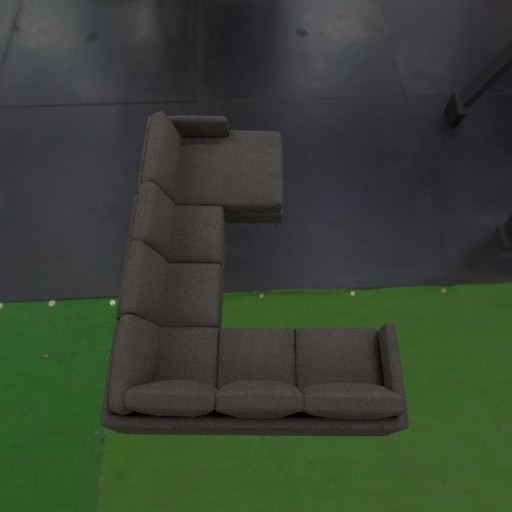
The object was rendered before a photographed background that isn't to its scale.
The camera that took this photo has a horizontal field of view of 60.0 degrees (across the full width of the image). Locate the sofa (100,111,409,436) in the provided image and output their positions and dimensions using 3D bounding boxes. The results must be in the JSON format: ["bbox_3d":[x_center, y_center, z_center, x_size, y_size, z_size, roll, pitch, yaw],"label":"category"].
[{"bbox_3d":[0.000,0.000,4.645,2.594,0.961,3.460,0,63,0],"label":"sofa"}]
